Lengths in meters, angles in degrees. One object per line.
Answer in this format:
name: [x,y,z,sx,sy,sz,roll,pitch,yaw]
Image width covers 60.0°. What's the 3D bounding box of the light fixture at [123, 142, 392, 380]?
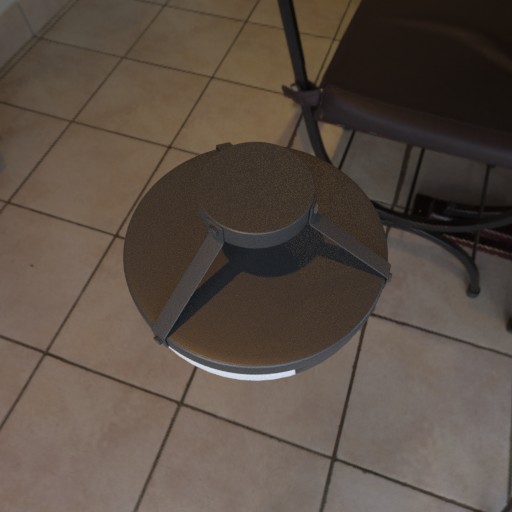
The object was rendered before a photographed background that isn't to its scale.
light fixture: [0.000,0.000,0.544,0.304,0.269,0.304,0,59,0]
